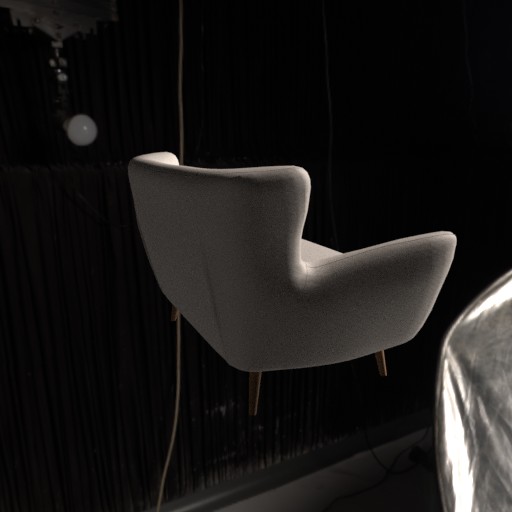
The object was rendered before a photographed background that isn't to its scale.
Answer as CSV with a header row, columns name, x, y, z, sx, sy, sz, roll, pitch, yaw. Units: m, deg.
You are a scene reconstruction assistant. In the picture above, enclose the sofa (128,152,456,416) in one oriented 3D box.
name,x,y,z,sx,sy,sz,roll,pitch,yaw
sofa,0.000,0.000,1.991,0.921,0.878,1.424,-8,17,-26
